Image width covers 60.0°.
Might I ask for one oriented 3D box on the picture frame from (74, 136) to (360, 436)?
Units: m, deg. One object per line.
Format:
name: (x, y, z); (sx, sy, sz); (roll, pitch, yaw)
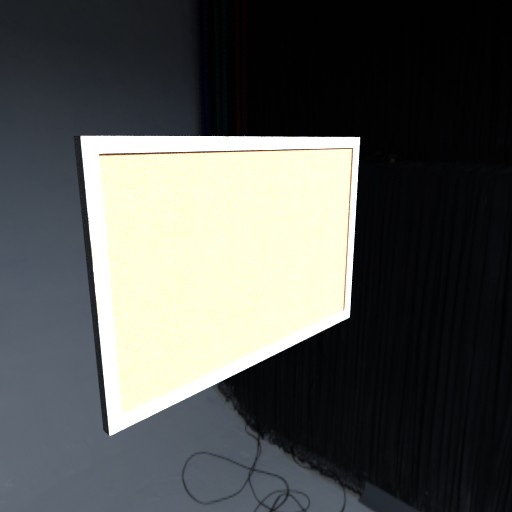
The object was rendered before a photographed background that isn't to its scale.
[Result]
picture frame: (0.000, 0.000, 1.235); (0.029, 0.640, 0.950); (14, 20, 43)
